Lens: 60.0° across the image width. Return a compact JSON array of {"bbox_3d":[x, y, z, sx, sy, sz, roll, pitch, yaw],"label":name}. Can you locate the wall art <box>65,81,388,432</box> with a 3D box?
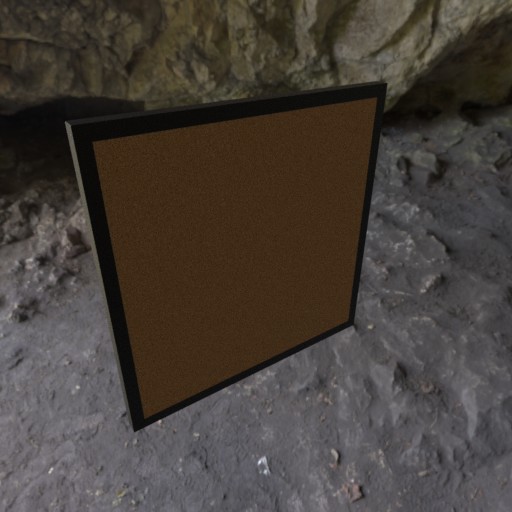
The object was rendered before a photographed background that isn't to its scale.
[{"bbox_3d":[0.000,0.000,1.123,0.765,0.765,0.038,-19,35,-29],"label":"wall art"}]
